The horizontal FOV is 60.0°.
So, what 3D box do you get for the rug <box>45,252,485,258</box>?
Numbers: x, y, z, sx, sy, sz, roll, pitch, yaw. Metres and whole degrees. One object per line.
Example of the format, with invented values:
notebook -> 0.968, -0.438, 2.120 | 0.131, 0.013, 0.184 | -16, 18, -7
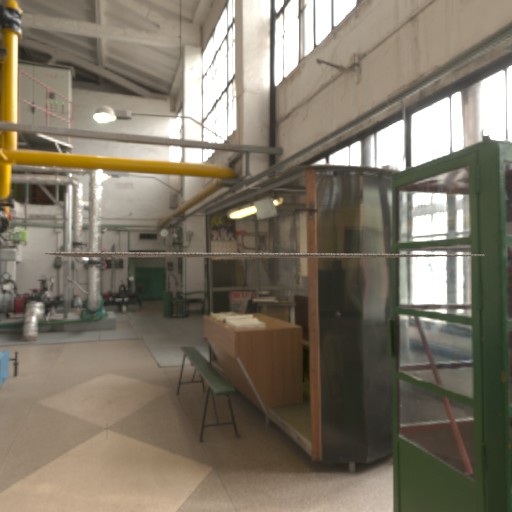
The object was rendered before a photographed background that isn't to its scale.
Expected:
rug -> 0.000, 0.000, 3.075 | 2.464, 0.010, 1.549 | 0, -1, -18
